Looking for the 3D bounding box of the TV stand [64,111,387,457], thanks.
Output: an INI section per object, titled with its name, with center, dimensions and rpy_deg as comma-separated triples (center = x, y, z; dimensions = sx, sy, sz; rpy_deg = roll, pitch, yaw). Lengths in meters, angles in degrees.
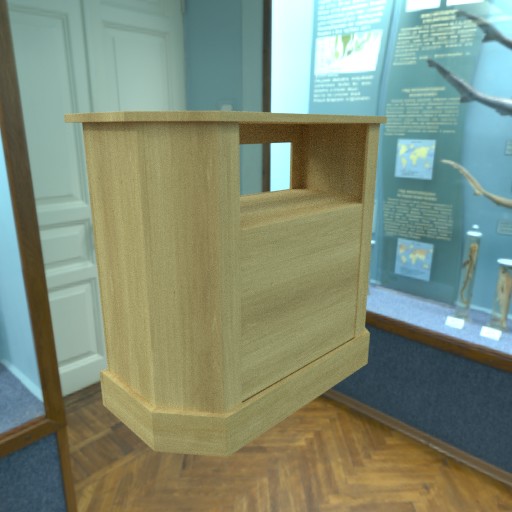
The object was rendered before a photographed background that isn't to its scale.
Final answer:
[TV stand]
center = 0.000, 0.000, 1.294
dimensions = 0.851, 0.781, 0.425
rpy_deg = -16, 22, -43
